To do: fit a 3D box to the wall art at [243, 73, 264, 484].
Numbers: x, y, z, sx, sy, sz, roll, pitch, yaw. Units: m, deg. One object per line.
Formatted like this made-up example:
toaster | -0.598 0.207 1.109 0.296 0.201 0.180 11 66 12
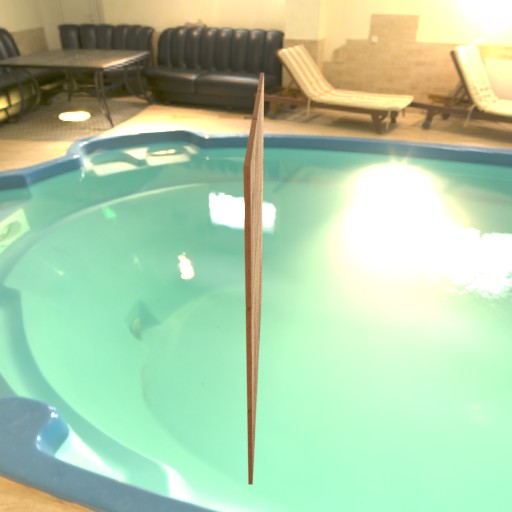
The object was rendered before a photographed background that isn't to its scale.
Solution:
wall art | 0.000 0.000 1.368 0.018 0.913 0.915 1 32 2
